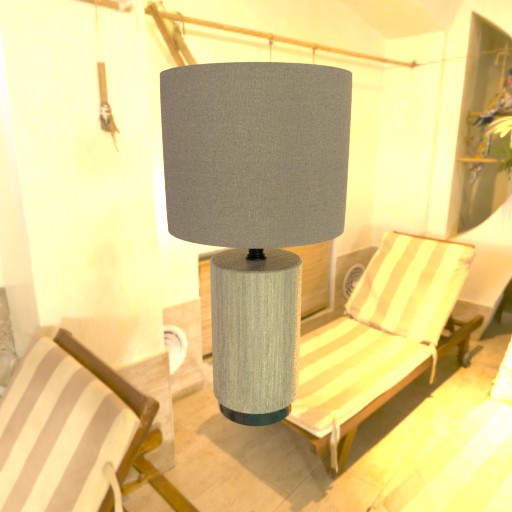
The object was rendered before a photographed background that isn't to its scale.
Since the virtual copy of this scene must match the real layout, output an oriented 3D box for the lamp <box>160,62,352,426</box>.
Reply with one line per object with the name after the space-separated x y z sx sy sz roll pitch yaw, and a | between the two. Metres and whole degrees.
0.000 0.000 0.588 0.228 0.444 0.228 -15 21 -43 | lamp
